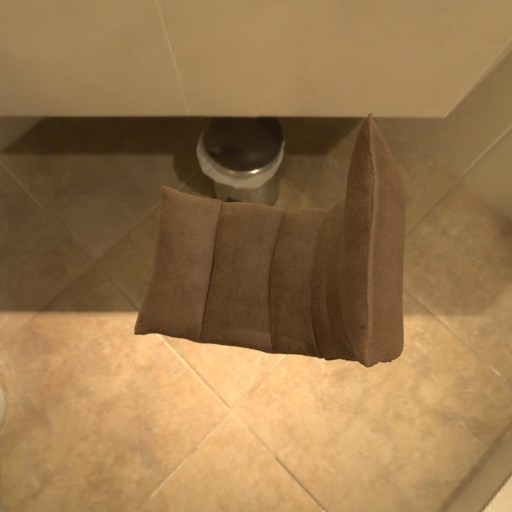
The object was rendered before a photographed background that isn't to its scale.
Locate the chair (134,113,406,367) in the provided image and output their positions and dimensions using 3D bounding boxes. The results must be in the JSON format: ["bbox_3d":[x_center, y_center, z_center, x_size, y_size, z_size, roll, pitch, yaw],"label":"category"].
[{"bbox_3d":[0.000,0.000,1.628,0.985,0.892,0.714,8,76,2],"label":"chair"}]
